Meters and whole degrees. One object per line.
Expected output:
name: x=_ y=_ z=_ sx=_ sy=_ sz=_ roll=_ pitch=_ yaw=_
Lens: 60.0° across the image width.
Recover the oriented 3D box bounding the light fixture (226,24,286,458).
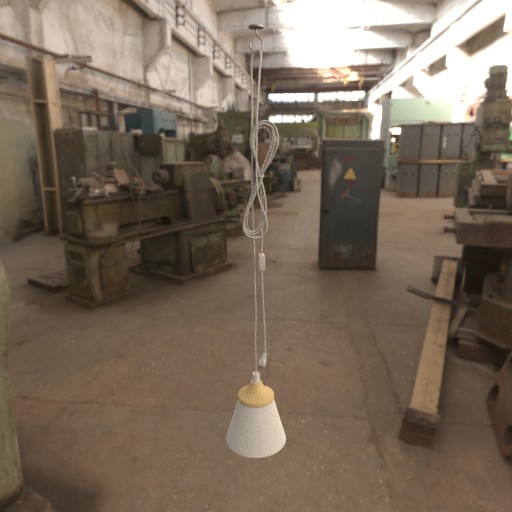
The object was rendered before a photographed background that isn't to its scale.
light fixture: x=0.000 y=0.000 z=1.022 sx=0.153 sy=0.966 sz=0.153 roll=2 pitch=14 yaw=9
